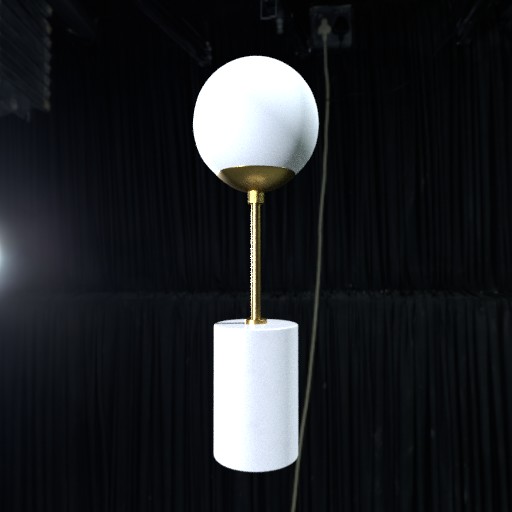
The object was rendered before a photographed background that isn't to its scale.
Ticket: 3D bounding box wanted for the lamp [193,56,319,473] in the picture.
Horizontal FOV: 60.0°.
[{"bbox_3d":[0.000,0.000,0.544,0.153,0.480,0.153,0,-2,0],"label":"lamp"}]
